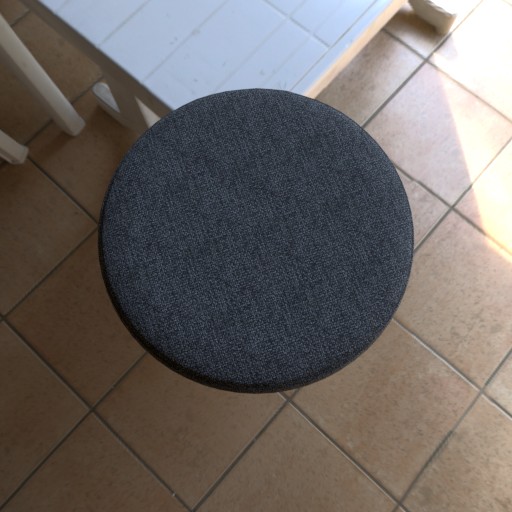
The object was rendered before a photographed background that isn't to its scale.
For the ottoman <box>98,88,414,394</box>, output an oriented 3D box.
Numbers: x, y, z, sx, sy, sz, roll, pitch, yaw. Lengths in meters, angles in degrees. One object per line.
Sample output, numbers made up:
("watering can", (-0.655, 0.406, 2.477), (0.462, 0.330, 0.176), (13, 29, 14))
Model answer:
("ottoman", (0.000, 0.000, 0.901), (0.520, 0.430, 0.520), (0, 76, 0))
